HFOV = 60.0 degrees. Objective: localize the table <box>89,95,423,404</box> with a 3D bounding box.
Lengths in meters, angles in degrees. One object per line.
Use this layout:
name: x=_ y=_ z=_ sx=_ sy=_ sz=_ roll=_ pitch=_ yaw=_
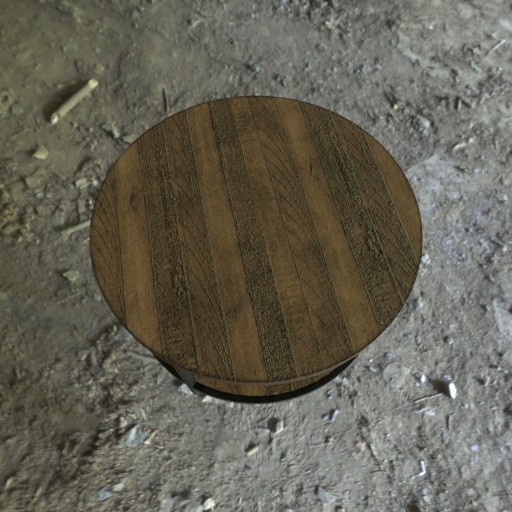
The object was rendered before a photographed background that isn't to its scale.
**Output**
table: x=0.000 y=0.000 z=1.334 sx=0.837 sy=0.462 sz=0.837 roll=0 pitch=63 yaw=0
